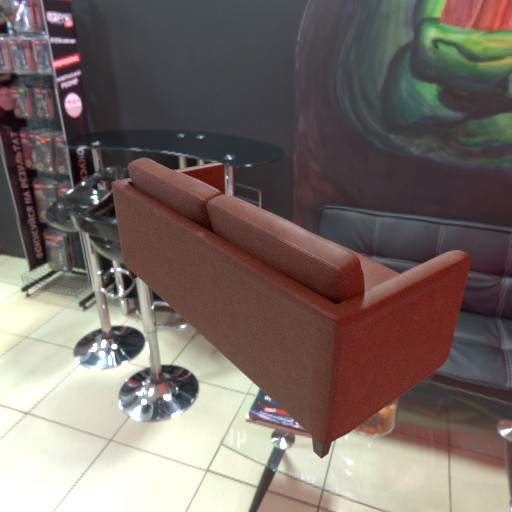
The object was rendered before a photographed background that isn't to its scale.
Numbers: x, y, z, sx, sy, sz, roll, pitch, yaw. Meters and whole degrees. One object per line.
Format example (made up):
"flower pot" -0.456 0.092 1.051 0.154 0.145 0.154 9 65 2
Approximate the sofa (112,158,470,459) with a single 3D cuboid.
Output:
"sofa" 0.000 0.000 2.737 0.950 0.932 2.204 -19 32 -33
